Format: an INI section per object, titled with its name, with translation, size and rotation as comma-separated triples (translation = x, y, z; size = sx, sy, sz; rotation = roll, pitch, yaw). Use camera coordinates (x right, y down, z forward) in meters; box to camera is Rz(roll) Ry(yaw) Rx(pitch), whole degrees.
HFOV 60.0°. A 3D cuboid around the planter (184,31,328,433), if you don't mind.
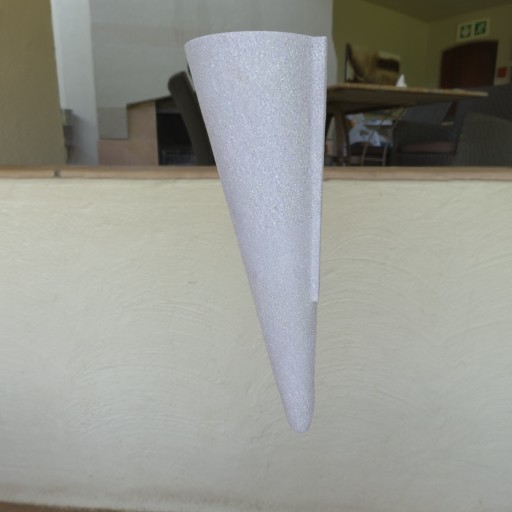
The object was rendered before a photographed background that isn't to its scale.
[planter]
translation = 0.000, 0.000, 0.298
size = 0.087, 0.259, 0.078
rotation = 2, 13, 9
